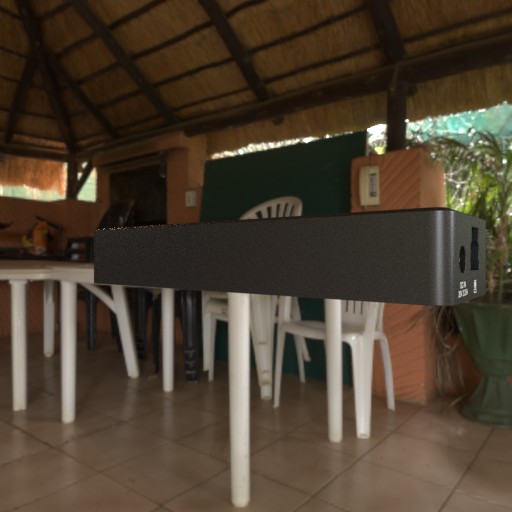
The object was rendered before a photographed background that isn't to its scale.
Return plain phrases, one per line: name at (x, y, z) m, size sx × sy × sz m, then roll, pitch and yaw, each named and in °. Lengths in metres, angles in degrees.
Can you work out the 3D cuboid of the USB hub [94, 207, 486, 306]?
USB hub at (0.000, 0.000, 0.162) m, size 0.145 × 0.023 × 0.044 m, roll 0°, pitch 0°, yaw 38°
